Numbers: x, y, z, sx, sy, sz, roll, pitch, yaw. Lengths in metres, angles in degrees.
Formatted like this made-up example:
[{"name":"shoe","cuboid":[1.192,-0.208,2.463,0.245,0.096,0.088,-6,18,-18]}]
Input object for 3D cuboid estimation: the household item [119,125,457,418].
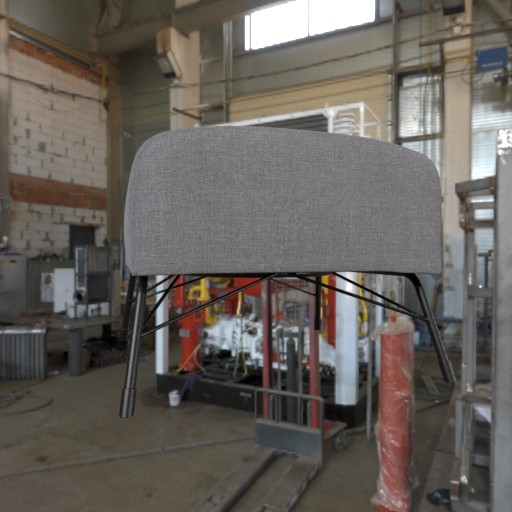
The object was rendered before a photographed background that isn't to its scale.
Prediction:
[{"name":"household item","cuboid":[0.000,0.000,0.895,0.530,0.410,0.530,0,1,-17]}]
